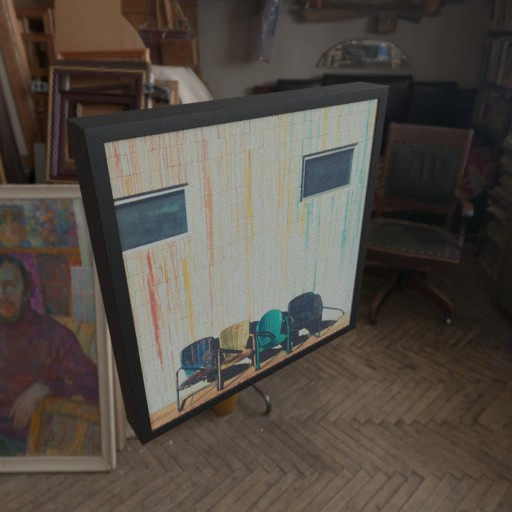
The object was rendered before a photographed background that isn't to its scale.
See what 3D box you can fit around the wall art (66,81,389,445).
[{"bbox_3d":[0.000,0.000,0.449,0.304,0.304,0.038,-20,35,-32],"label":"wall art"}]
